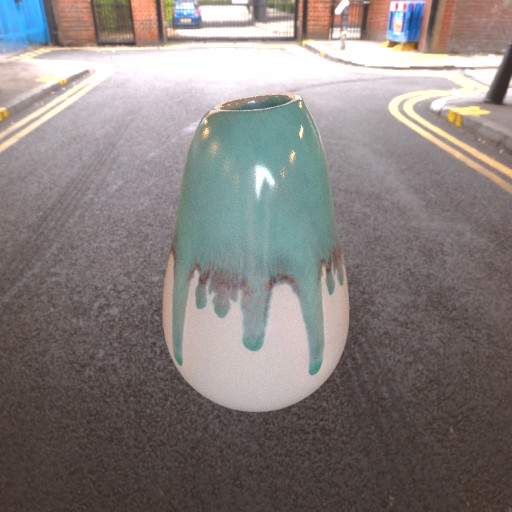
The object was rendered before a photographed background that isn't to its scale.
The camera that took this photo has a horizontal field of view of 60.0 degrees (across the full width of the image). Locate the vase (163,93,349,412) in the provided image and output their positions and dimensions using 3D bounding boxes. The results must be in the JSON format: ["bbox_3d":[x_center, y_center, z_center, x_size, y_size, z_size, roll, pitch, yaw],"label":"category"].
[{"bbox_3d":[0.000,0.000,0.261,0.116,0.179,0.116,0,30,0],"label":"vase"}]
